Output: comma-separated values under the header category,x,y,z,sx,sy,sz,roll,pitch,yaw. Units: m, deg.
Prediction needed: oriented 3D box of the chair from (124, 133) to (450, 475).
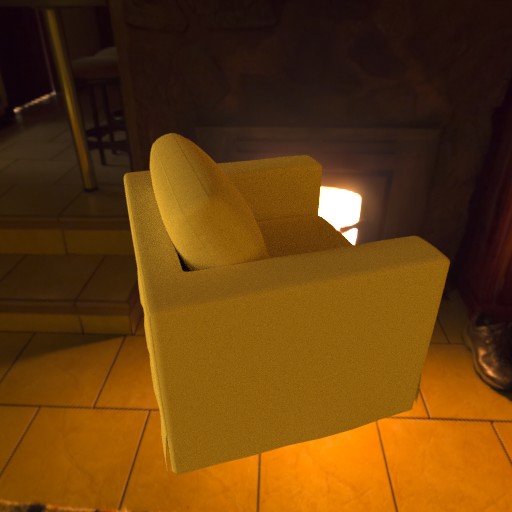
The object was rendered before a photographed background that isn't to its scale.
category,x,y,z,sx,sy,sz,roll,pitch,yaw
chair,0.000,0.000,1.805,0.957,0.878,1.150,-9,31,-15
